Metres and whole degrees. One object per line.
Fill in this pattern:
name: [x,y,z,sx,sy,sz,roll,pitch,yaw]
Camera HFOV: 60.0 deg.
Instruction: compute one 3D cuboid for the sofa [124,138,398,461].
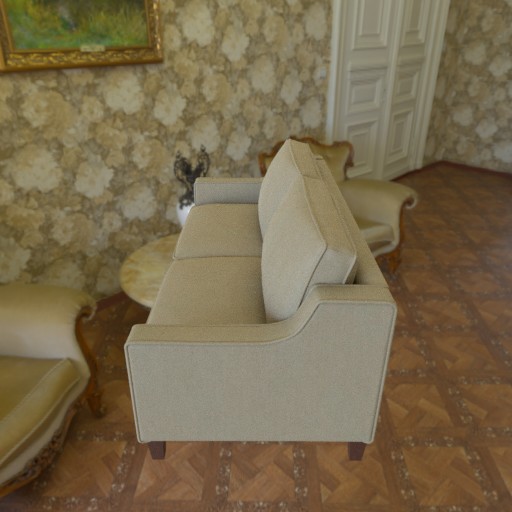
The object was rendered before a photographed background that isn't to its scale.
sofa: [0.000,0.000,2.750,1.066,1.071,2.178,0,27,0]
